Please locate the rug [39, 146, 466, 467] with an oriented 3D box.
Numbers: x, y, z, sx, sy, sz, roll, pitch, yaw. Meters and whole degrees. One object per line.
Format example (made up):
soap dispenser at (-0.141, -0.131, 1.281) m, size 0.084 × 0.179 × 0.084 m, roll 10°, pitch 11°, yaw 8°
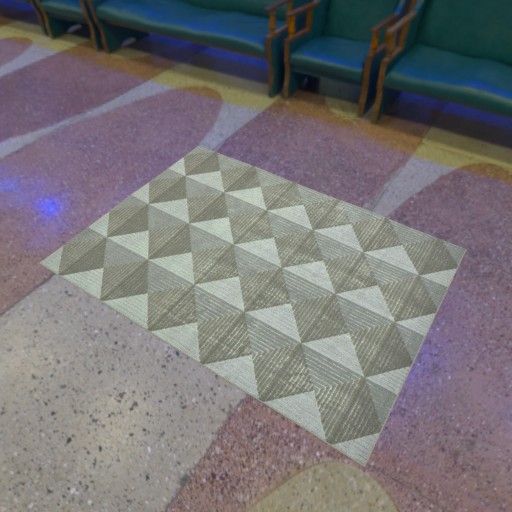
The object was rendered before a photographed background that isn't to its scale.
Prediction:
rug at (0.000, 0.000, 4.269) m, size 3.333 × 0.027 × 2.428 m, roll 26°, pitch 51°, yaw 22°
